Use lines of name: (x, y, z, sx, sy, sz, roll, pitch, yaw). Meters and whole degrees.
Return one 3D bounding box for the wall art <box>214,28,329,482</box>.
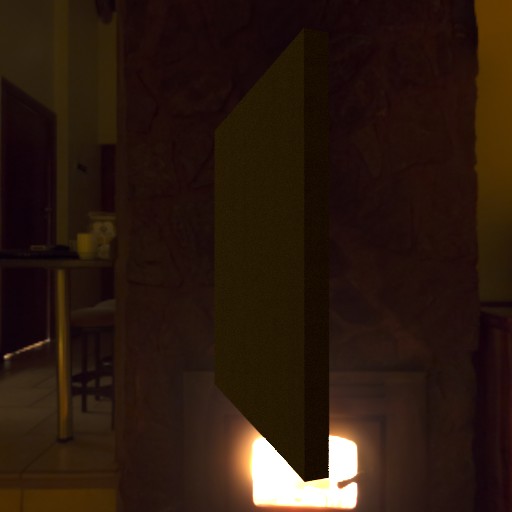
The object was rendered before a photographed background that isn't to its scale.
wall art: (0.000, 0.000, 0.759, 0.034, 0.552, 0.455, 0, -1, -19)
